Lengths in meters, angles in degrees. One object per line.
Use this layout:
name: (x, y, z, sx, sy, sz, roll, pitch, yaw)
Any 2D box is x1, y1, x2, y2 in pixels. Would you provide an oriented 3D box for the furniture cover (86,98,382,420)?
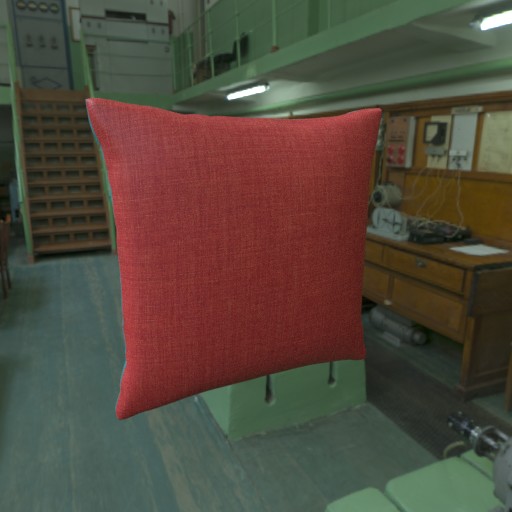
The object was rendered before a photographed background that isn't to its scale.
furniture cover: (0.000, 0.000, 0.776, 0.517, 0.508, 0.158, -7, 16, -25)
